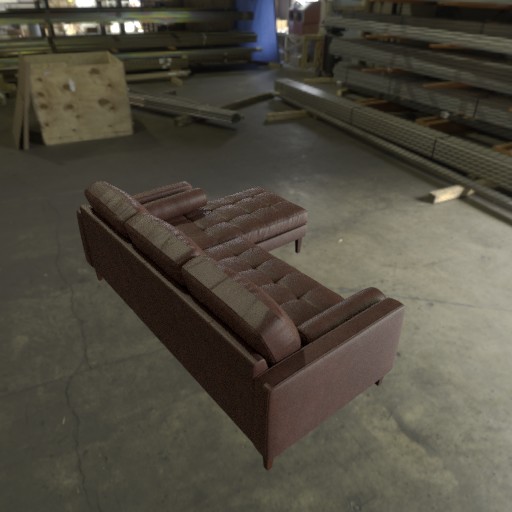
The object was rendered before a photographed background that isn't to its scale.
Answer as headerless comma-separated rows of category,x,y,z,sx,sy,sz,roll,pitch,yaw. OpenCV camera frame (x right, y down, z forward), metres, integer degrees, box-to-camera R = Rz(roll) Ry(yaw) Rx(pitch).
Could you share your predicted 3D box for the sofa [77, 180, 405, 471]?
sofa,0.000,0.000,2.985,1.613,0.841,2.185,-23,38,-32
